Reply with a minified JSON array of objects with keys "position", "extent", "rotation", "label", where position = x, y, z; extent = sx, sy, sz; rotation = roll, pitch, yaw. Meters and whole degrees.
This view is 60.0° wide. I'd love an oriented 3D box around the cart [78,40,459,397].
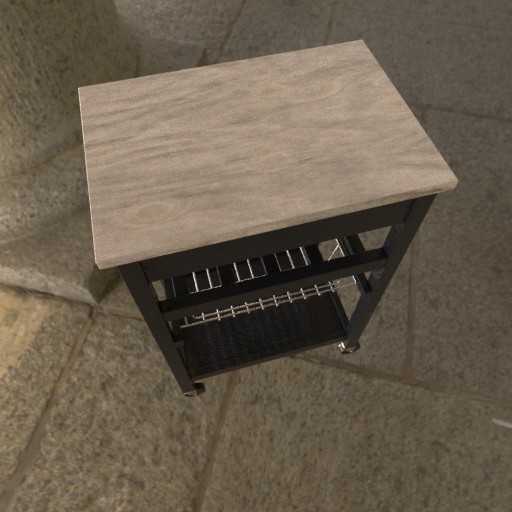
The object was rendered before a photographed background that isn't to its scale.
[{"position":[0.000,0.000,1.129],"extent":[0.584,0.839,0.403],"rotation":[-13,59,-8],"label":"cart"}]
